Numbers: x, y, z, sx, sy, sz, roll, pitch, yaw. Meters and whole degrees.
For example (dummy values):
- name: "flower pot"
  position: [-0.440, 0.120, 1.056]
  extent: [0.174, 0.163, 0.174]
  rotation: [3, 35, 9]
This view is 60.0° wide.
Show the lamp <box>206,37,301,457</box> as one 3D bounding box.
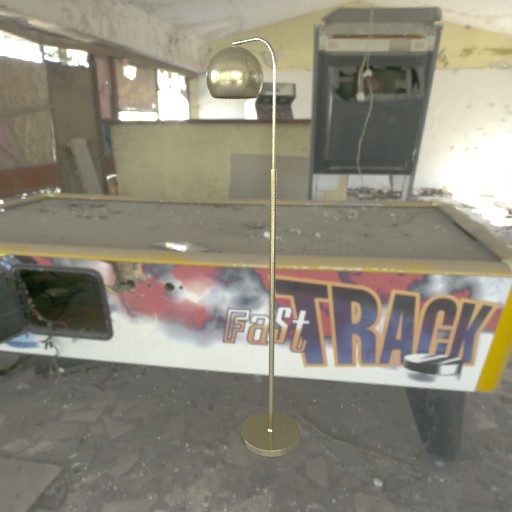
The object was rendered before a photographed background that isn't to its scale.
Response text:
- name: "lamp"
  position: [0.000, 0.000, 1.694]
  extent: [0.250, 1.526, 0.431]
  rotation: [-14, 21, -41]
